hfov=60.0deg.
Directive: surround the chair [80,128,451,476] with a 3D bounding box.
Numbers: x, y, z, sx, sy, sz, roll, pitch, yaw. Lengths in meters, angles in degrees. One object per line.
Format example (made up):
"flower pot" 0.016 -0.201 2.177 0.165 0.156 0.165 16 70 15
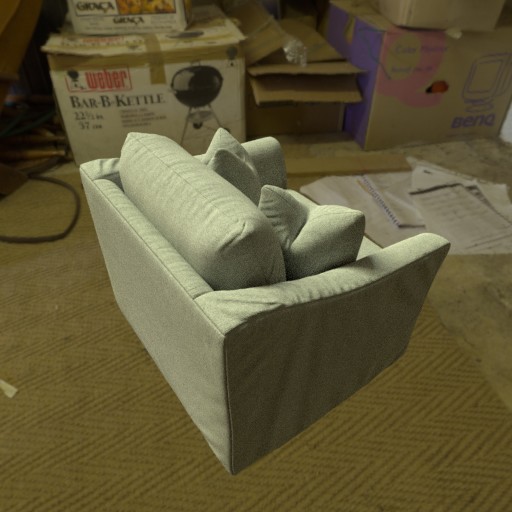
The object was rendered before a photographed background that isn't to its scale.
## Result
"chair" 0.000 0.000 1.996 1.071 1.059 1.194 -25 46 -27
